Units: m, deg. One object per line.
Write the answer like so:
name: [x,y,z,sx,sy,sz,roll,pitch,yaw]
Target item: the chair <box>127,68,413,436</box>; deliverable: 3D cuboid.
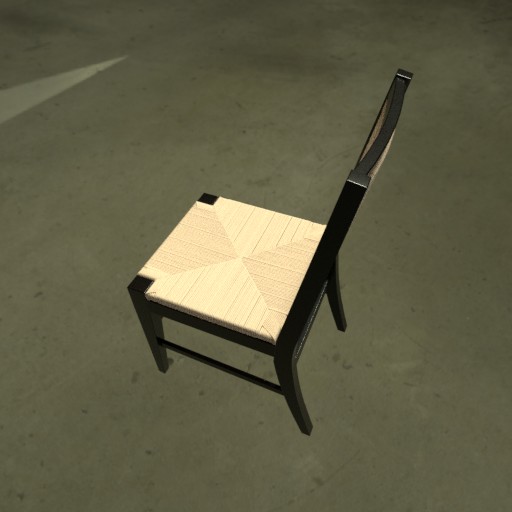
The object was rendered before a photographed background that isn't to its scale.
chair: [0.000,0.000,1.200,0.552,0.927,0.437,17,48,16]
